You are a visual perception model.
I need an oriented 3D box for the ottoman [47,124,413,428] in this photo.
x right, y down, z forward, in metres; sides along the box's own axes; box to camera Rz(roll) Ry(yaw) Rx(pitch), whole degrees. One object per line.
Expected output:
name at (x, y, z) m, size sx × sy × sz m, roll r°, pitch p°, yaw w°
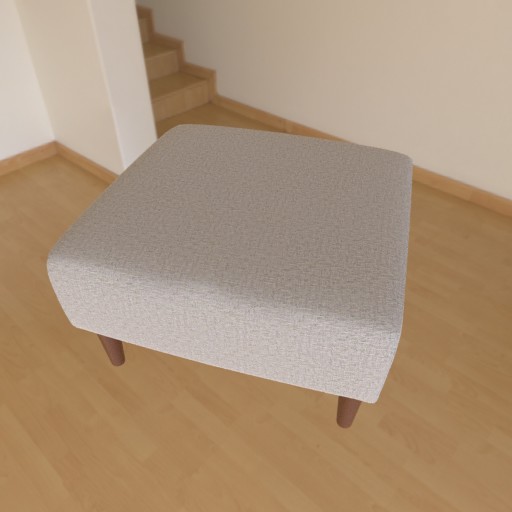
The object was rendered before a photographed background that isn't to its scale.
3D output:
ottoman at (0.000, 0.000, 1.077) m, size 0.655 × 0.399 × 0.648 m, roll 11°, pitch 42°, yaw 12°
